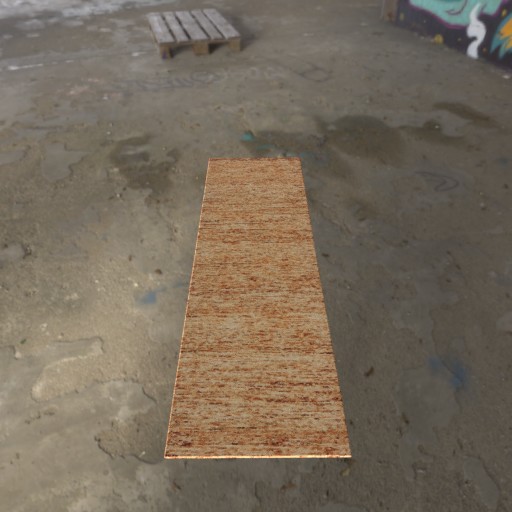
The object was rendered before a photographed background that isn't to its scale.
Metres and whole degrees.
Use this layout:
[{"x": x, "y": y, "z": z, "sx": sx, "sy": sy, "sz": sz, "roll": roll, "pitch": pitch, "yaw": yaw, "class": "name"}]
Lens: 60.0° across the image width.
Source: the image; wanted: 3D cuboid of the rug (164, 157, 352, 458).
[{"x": 0.000, "y": 0.000, "z": 2.451, "sx": 0.680, "sy": 0.014, "sz": 2.237, "roll": 0, "pitch": 41, "yaw": 0, "class": "rug"}]
